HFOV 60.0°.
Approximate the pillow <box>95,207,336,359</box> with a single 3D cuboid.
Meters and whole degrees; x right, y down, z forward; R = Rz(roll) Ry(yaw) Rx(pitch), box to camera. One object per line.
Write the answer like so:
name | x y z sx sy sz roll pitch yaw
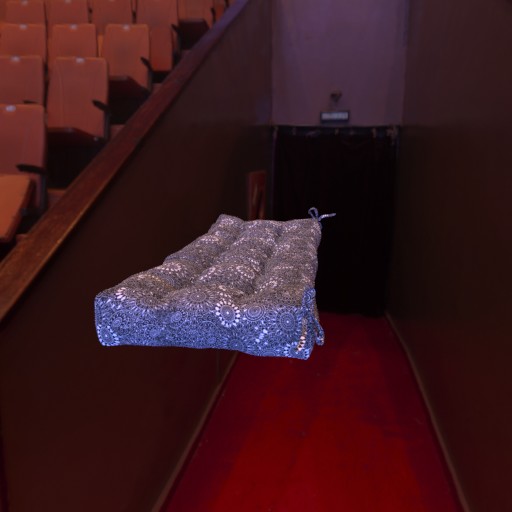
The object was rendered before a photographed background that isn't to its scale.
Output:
pillow | 0.000 0.000 1.372 0.511 0.174 1.194 2 14 8
